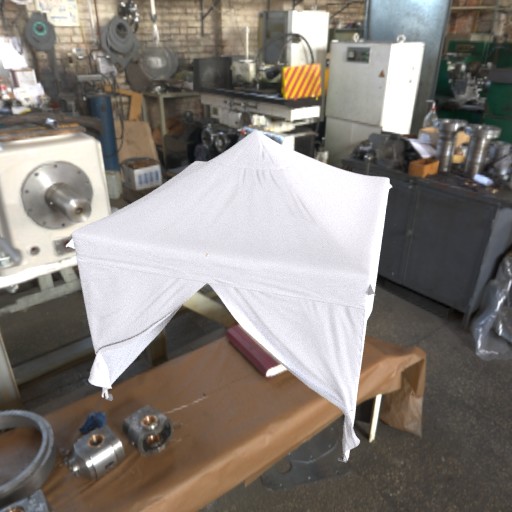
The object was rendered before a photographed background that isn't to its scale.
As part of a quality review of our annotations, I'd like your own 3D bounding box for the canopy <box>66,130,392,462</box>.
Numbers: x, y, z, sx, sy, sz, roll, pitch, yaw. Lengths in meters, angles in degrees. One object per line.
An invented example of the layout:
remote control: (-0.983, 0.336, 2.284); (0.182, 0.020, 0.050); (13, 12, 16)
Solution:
canopy: (0.000, 0.000, 5.450); (3.043, 2.997, 3.121); (8, 28, 16)
